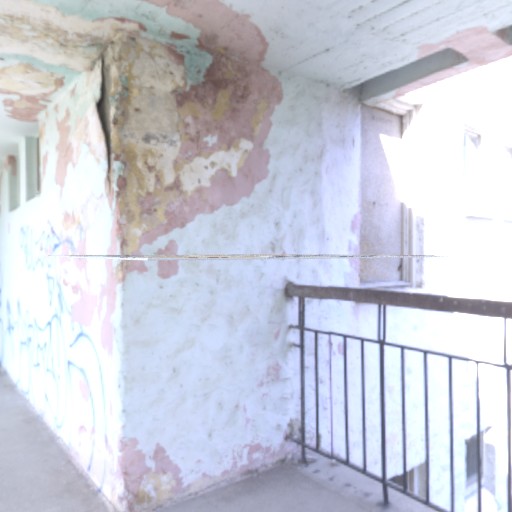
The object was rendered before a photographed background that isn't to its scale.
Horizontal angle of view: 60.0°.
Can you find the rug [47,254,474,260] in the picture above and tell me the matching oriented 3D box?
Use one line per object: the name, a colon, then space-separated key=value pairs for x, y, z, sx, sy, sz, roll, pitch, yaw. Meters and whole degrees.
rug: x=0.000 y=0.000 z=4.018 sx=3.040 sy=0.014 sz=2.423 roll=0 pitch=1 yaw=-36
